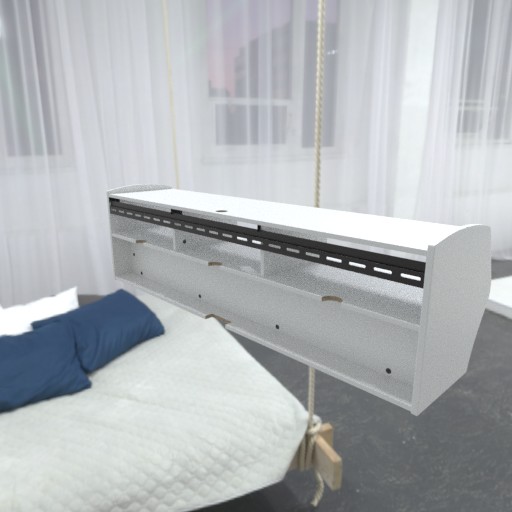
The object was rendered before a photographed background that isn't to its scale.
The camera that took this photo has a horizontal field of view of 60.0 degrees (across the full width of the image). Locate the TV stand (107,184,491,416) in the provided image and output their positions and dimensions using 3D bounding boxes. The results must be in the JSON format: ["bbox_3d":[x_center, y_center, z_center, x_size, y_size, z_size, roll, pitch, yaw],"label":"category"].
[{"bbox_3d":[0.000,0.000,1.617,0.397,0.424,1.473,-14,20,-43],"label":"TV stand"}]
